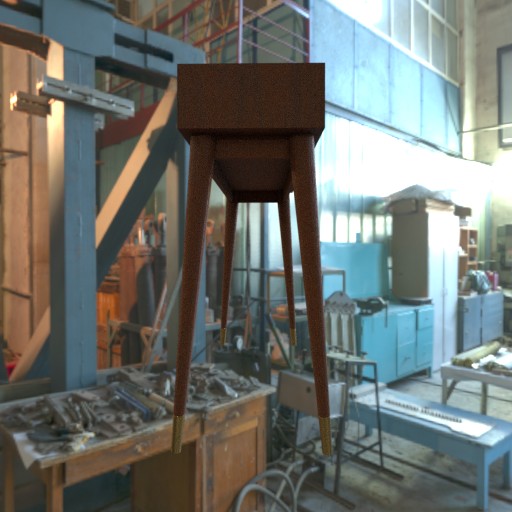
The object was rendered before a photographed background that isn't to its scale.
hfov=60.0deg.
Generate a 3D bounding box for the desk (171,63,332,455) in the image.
[{"bbox_3d":[0.000,0.000,1.636,0.384,0.917,1.204,0,1,1],"label":"desk"}]
